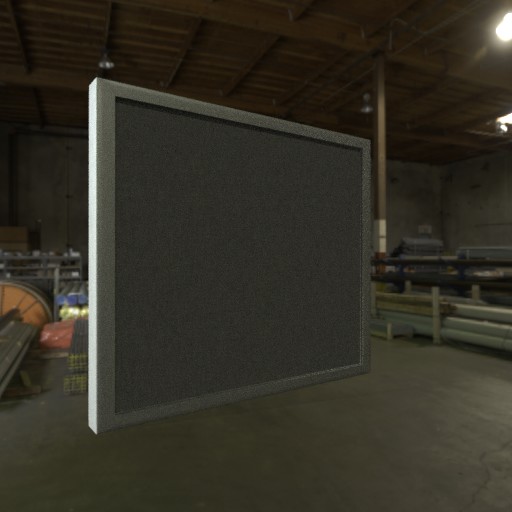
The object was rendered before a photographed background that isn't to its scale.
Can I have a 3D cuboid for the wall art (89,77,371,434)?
[{"bbox_3d":[0.000,0.000,0.530,0.380,0.330,0.028,0,0,-35],"label":"wall art"}]
